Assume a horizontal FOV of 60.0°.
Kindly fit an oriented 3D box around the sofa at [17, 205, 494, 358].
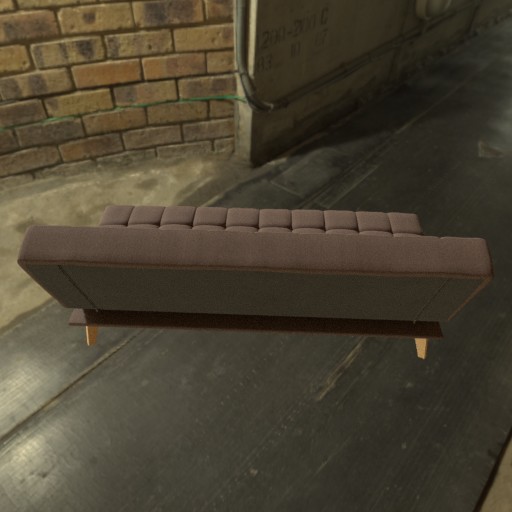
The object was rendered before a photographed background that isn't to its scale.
[{"bbox_3d":[0.000,0.000,2.186,1.800,0.810,0.860,2,44,2],"label":"sofa"}]
